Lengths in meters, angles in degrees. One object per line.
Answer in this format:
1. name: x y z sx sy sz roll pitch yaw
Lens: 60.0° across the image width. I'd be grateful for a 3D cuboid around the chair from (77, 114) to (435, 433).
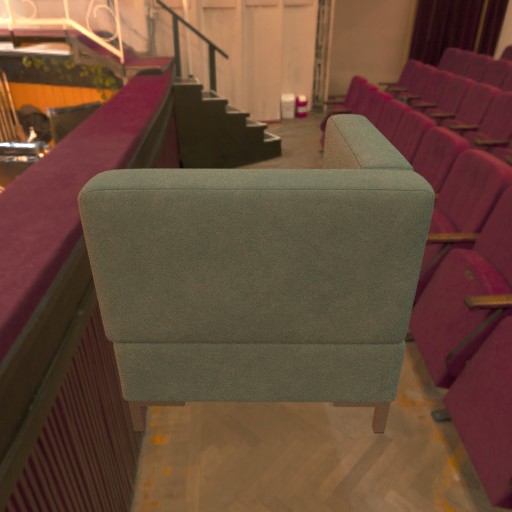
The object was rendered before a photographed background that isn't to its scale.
1. chair: 0.000 0.000 1.228 0.680 0.660 0.680 0 29 0
